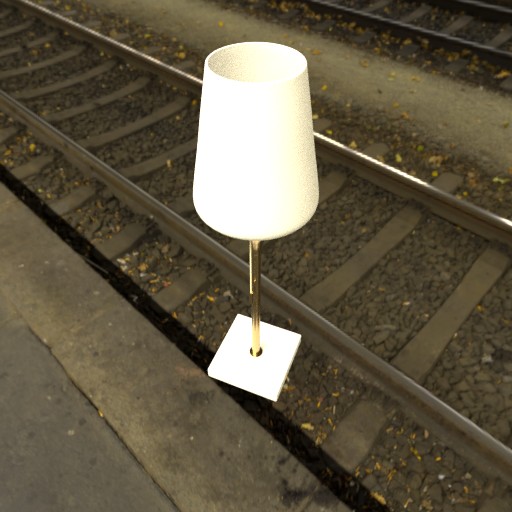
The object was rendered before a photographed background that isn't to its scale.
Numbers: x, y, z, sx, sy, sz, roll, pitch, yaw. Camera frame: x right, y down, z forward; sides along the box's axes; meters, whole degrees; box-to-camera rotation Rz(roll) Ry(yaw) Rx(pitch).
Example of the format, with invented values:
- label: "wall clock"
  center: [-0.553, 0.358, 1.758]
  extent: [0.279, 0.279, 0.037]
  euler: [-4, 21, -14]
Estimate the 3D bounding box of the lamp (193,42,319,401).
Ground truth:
- label: "lamp"
  center: [0.000, 0.000, 0.735]
  extent: [0.181, 0.639, 0.181]
  euler: [16, 48, 15]
